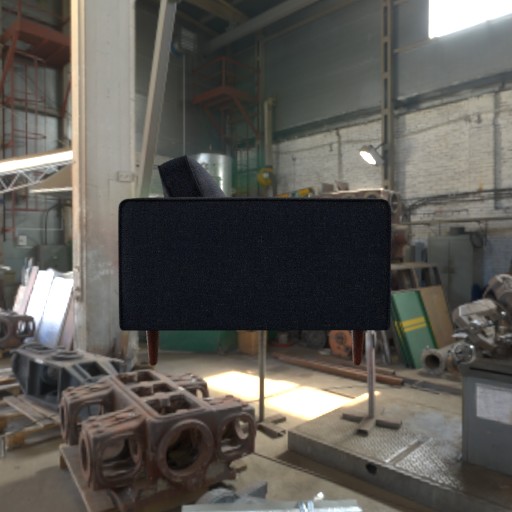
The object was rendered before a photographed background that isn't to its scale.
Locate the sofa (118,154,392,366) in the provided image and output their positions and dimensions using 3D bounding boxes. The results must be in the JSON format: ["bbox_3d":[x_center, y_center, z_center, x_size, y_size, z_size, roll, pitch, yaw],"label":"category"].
[{"bbox_3d":[0.000,0.000,2.363,0.914,0.762,1.880,0,1,0],"label":"sofa"}]
